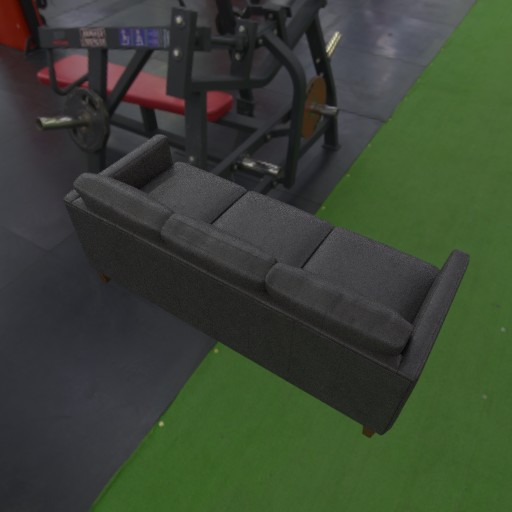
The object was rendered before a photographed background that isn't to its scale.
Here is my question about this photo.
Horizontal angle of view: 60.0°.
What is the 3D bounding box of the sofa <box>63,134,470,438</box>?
[{"bbox_3d":[0.000,0.000,3.031,2.464,1.006,1.045,25,52,22],"label":"sofa"}]
